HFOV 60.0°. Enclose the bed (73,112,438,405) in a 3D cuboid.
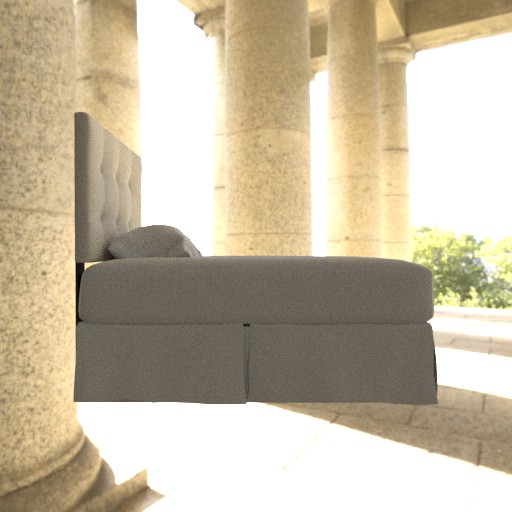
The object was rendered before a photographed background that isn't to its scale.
[{"bbox_3d":[0.000,0.000,2.949,1.997,1.571,1.261,0,1,0],"label":"bed"}]
